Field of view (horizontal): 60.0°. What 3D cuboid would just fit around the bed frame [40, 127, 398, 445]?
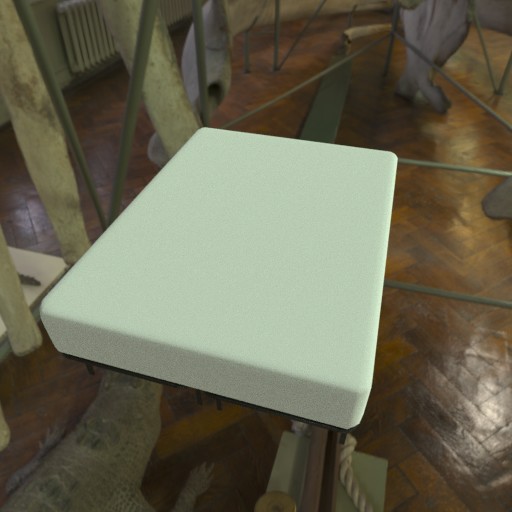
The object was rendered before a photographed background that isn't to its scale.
[{"bbox_3d":[0.000,0.000,2.796,1.528,0.677,2.037,11,42,13],"label":"bed frame"}]
